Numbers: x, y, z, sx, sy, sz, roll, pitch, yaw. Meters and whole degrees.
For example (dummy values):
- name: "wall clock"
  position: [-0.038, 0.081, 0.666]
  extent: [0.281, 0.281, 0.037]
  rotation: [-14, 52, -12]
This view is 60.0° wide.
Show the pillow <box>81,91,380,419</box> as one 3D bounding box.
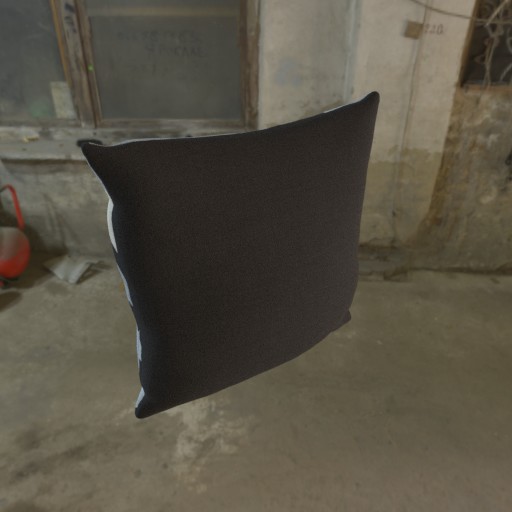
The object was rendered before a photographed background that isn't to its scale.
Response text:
- name: "pillow"
  position: [0.000, 0.000, 0.763]
  extent: [0.503, 0.496, 0.208]
  rotation: [-19, 36, -28]
